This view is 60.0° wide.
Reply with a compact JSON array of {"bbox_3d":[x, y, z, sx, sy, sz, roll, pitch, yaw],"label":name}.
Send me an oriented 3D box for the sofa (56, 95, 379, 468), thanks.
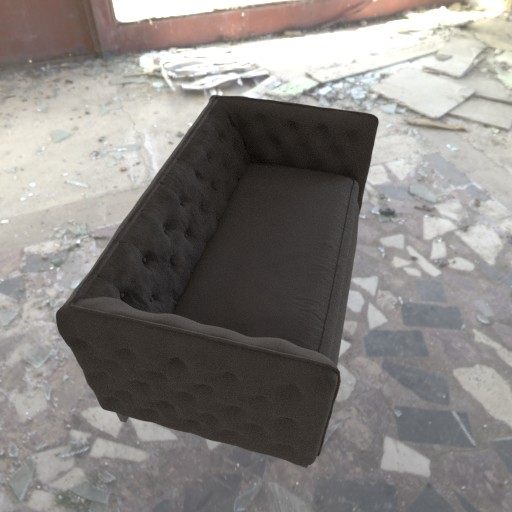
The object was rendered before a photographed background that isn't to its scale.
[{"bbox_3d":[0.000,0.000,2.062,0.909,0.810,1.583,11,47,10],"label":"sofa"}]
